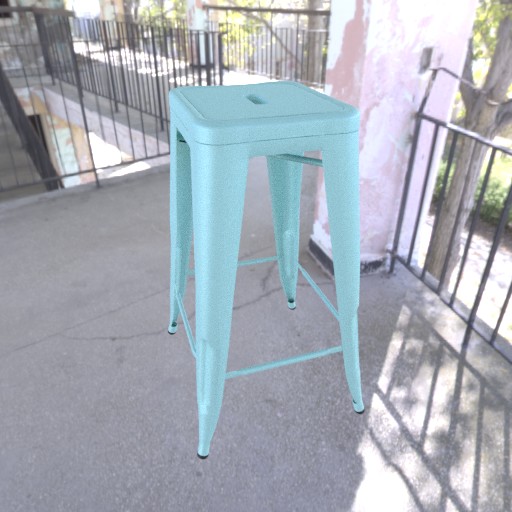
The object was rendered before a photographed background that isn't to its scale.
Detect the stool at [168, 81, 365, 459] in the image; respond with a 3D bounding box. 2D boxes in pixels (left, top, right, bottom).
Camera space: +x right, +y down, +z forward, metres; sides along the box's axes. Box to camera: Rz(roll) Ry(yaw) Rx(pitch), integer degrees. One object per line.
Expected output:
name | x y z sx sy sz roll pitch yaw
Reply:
stool | 0.000 0.000 0.887 0.359 0.609 0.399 -10 32 -16
